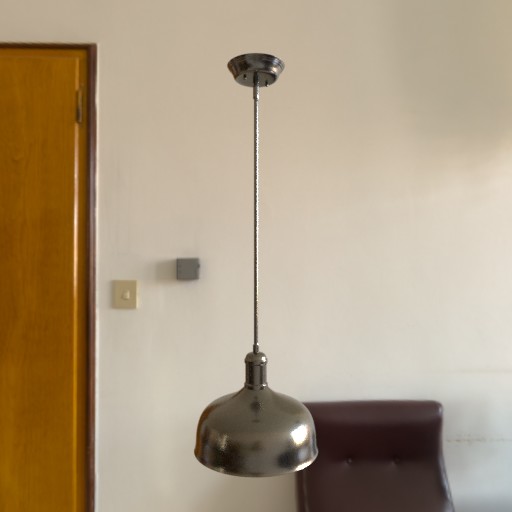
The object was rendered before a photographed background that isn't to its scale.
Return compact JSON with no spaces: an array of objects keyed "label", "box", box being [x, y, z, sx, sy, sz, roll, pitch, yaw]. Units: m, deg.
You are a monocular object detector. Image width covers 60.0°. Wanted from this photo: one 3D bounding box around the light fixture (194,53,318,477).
[{"label":"light fixture","box":[0.000,0.000,1.087,0.299,0.935,0.299,1,-1,-37]}]
